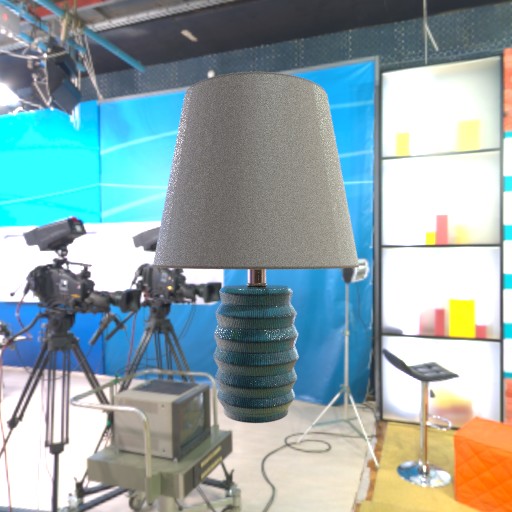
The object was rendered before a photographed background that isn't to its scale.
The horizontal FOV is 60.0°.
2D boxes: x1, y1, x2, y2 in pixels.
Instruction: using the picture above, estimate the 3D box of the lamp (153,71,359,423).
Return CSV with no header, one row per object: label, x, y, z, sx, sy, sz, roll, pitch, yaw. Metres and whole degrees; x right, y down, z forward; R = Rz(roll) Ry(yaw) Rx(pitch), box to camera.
lamp,0.000,0.000,0.560,0.254,0.392,0.254,0,0,0
